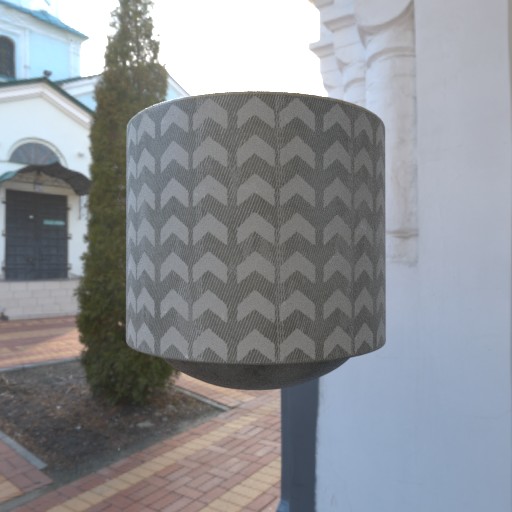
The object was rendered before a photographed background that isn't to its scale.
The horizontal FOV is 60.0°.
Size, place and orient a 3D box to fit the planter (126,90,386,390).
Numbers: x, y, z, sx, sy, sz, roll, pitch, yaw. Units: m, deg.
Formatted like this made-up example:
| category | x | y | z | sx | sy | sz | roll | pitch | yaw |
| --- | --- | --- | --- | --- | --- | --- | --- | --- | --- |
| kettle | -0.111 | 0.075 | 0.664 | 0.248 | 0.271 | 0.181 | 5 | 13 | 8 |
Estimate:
| category | x | y | z | sx | sy | sz | roll | pitch | yaw |
| --- | --- | --- | --- | --- | --- | --- | --- | --- | --- |
| planter | 0.000 | 0.000 | 0.338 | 0.190 | 0.181 | 0.190 | 0 | -1 | 0 |
